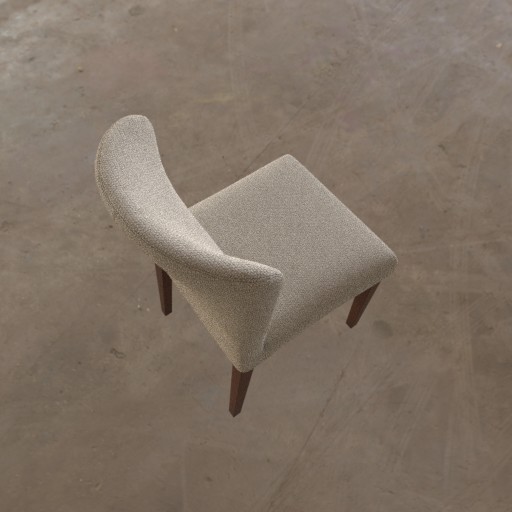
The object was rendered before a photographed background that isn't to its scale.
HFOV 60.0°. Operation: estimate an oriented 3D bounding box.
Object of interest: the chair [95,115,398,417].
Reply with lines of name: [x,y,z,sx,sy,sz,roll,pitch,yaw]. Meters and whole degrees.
chair: [0.000,0.000,1.168,0.589,0.839,0.491,-32,64,-18]
